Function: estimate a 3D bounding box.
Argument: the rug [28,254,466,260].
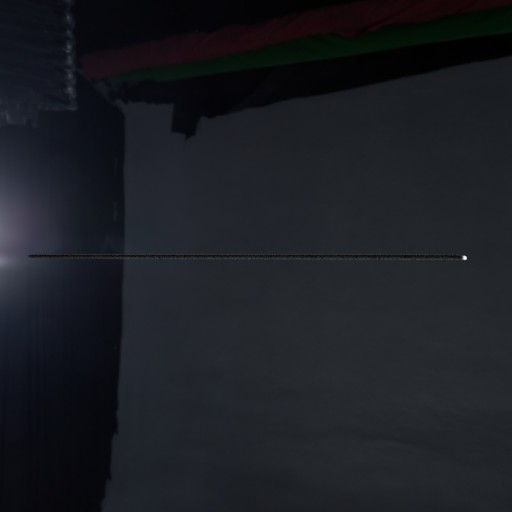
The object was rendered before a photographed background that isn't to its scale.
[{"bbox_3d":[0.000,0.000,3.059,2.469,0.024,1.539,0,0,18],"label":"rug"}]
